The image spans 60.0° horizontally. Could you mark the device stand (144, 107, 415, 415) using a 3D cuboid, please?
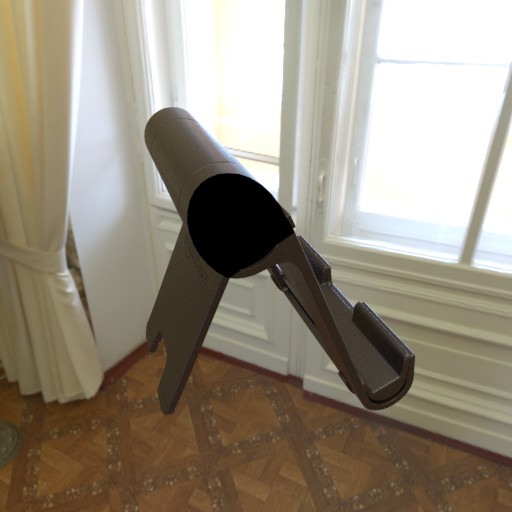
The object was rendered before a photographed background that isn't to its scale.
[{"bbox_3d":[0.000,0.000,0.151,0.079,0.084,0.088,-10,32,-17],"label":"device stand"}]
